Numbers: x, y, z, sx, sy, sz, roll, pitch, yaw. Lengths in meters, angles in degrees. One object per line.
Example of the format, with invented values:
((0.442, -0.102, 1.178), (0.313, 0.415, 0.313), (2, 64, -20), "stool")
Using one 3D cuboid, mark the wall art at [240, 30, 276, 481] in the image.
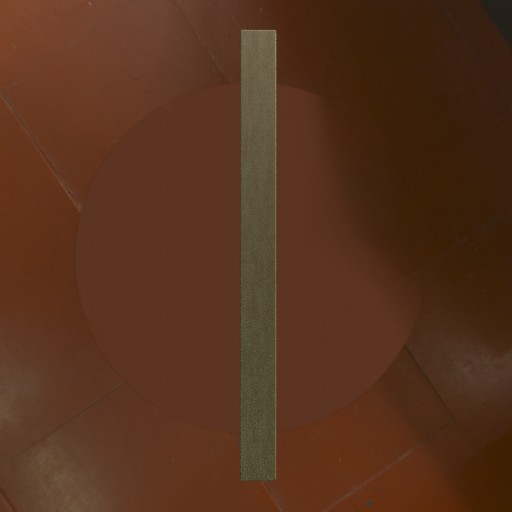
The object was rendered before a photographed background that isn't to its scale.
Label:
((0.000, 0.000, 0.747), (0.040, 0.506, 0.503), (0, 90, -1), "wall art")
